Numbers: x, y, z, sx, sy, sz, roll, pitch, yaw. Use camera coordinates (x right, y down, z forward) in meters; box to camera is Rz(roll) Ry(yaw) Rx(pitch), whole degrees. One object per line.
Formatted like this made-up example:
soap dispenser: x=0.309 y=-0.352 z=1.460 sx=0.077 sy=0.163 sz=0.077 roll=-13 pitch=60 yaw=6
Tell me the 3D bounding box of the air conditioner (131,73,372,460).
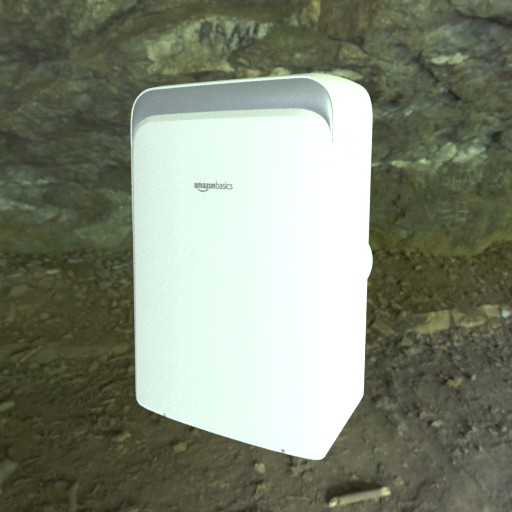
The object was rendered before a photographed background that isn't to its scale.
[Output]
air conditioner: x=0.000 y=0.000 z=0.939 sx=0.454 sy=0.700 sz=0.365 roll=6 pitch=14 yaw=26
